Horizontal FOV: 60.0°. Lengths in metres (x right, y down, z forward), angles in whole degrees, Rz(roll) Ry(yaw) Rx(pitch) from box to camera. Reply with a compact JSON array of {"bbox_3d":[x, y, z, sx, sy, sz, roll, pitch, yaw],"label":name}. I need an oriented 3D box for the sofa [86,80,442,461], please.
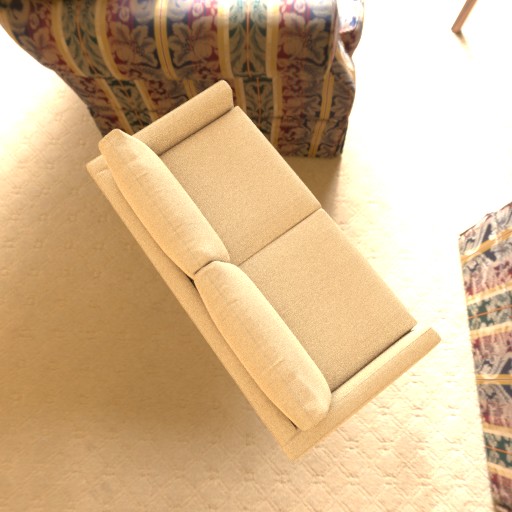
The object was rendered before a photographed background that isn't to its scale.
[{"bbox_3d":[0.000,0.000,2.155,0.839,0.812,1.651,-35,77,-9],"label":"sofa"}]
